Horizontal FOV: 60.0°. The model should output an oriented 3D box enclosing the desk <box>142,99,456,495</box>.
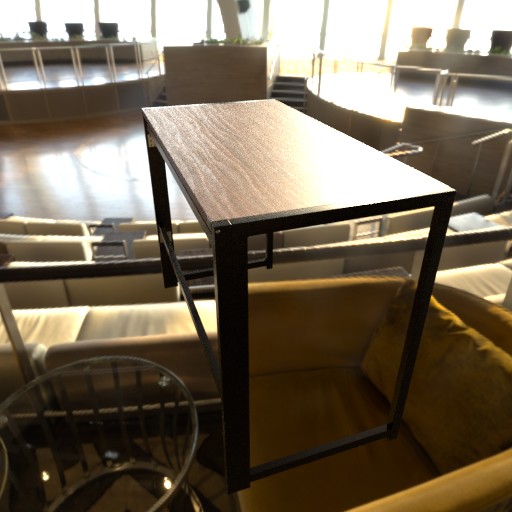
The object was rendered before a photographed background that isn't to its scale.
[{"bbox_3d":[0.000,0.000,1.428,0.508,0.762,1.016,-10,31,-17],"label":"desk"}]
